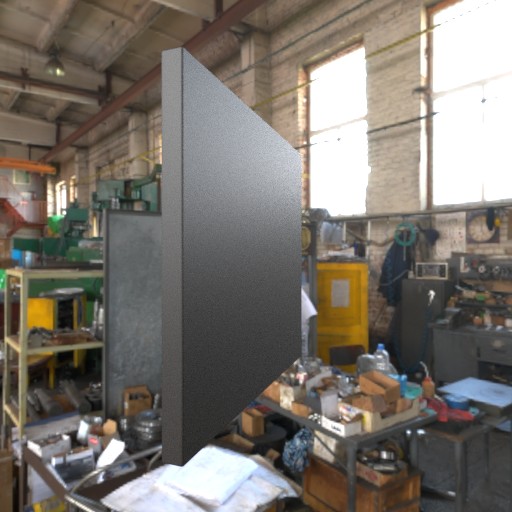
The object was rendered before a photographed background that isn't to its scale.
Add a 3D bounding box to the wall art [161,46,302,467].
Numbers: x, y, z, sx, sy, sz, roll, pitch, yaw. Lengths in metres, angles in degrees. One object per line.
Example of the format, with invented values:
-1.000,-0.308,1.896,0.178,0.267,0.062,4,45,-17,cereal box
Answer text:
0.000,0.000,0.746,0.031,0.457,0.558,0,0,19,wall art
